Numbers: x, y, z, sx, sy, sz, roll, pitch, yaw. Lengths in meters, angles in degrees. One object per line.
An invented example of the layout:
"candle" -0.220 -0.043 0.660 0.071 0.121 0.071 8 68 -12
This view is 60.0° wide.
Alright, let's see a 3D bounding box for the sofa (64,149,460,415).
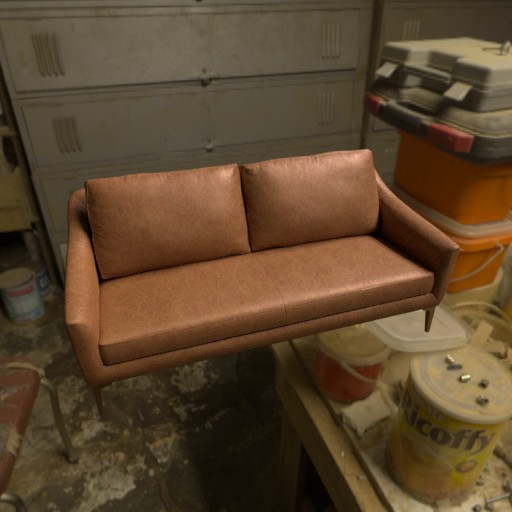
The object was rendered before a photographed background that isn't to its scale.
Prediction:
"sofa" 0.000 0.000 2.576 2.036 0.945 0.981 -10 33 -16
